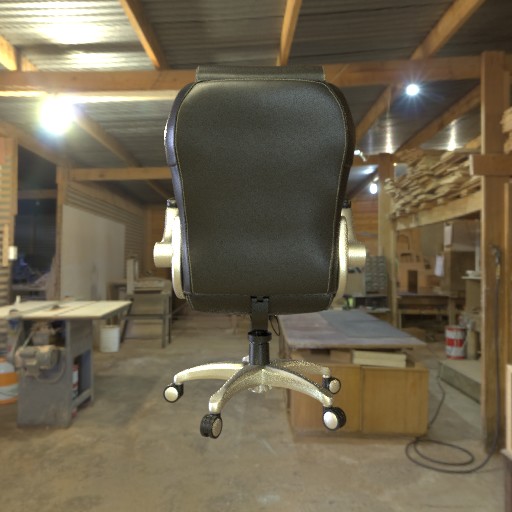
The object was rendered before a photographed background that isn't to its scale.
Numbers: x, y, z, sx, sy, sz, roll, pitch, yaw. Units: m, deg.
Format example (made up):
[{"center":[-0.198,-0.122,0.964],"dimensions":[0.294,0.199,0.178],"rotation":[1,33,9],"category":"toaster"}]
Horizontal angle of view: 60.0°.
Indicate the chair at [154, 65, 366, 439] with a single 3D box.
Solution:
[{"center":[0.000,0.000,1.674],"dimensions":[0.724,1.141,0.801],"rotation":[0,-1,0],"category":"chair"}]
